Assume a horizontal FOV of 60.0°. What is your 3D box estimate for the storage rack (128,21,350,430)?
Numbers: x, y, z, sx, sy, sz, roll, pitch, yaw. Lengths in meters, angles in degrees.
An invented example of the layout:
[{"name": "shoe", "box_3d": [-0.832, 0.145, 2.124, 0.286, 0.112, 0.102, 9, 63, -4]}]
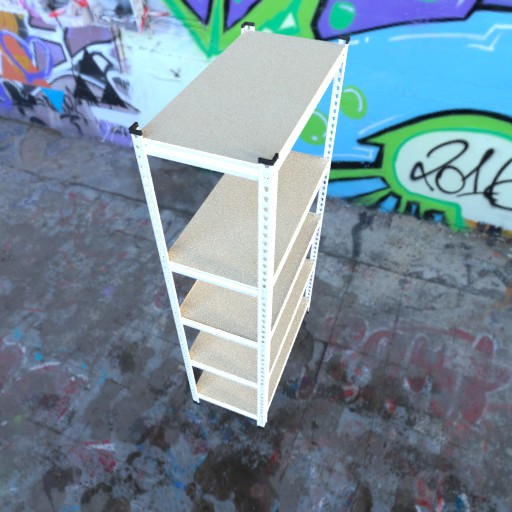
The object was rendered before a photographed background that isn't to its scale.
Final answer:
[{"name": "storage rack", "box_3d": [0.000, 0.000, 2.202, 0.457, 1.829, 0.914, 16, 49, 14]}]
